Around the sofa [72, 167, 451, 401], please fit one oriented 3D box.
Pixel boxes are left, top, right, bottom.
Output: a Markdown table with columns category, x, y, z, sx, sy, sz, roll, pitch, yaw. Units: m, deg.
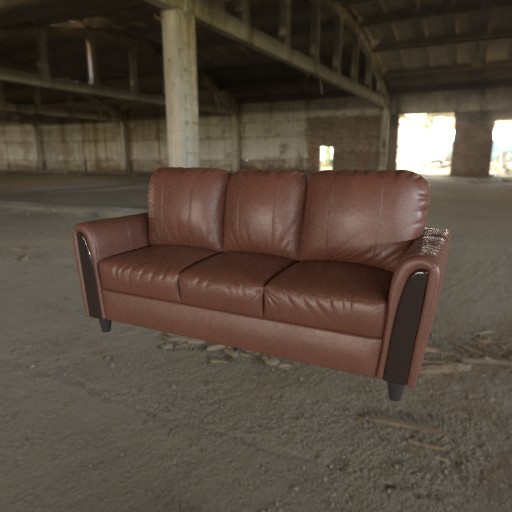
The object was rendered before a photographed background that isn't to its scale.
| category | x | y | z | sx | sy | sz | roll | pitch | yaw |
| --- | --- | --- | --- | --- | --- | --- | --- | --- | --- |
| sofa | 0.000 | 0.000 | 2.354 | 1.862 | 0.915 | 0.802 | 6 | 15 | 26 |
